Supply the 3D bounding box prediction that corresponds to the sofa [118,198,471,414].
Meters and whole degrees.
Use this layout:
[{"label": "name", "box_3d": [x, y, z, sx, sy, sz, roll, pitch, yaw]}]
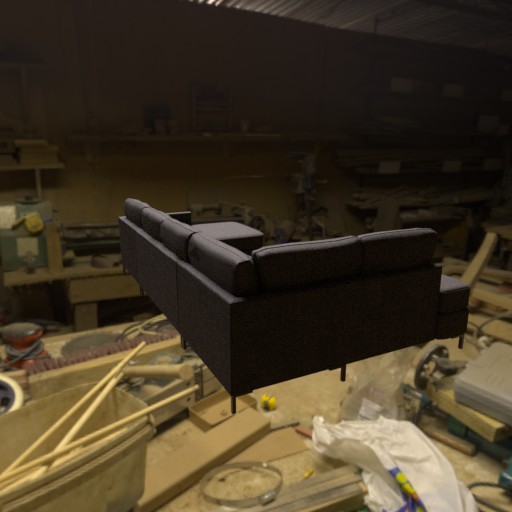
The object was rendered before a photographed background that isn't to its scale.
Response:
[{"label": "sofa", "box_3d": [0.000, 0.000, 4.453, 2.048, 0.999, 3.423, -7, 16, -26]}]
